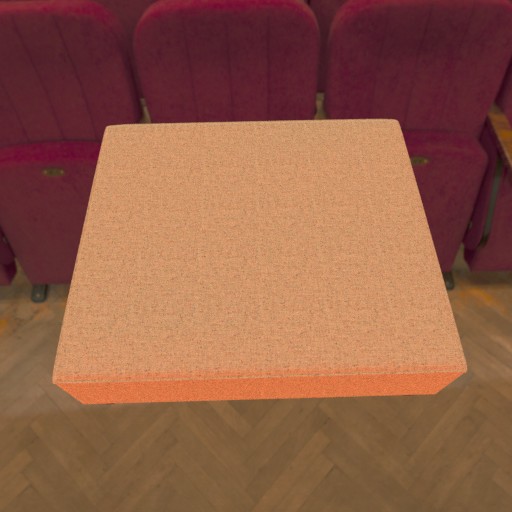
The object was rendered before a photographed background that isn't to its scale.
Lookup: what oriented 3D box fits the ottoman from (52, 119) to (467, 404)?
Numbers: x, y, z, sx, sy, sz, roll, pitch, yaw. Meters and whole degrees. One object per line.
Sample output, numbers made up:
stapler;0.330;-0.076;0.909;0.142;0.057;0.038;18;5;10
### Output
ottoman;0.000;0.000;1.188;0.835;0.303;0.736;-1;59;-1
